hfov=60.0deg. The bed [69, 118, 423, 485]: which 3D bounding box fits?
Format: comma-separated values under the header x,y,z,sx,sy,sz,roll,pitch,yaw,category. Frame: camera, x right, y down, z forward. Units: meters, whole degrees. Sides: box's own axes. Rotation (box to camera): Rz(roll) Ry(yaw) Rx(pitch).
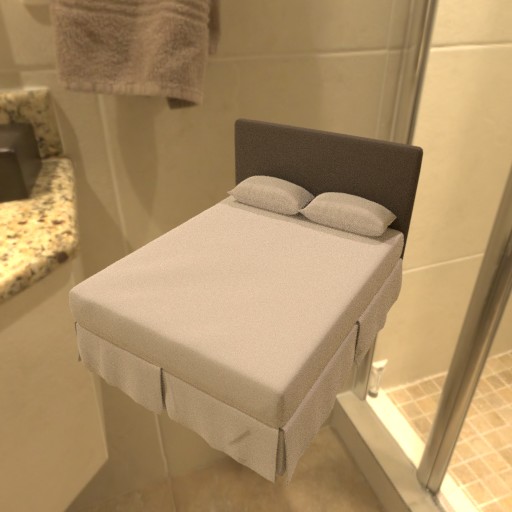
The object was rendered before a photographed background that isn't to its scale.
x,y,z,sx,sy,sz,roll,pitch,yaw,category
0.000,0.000,3.178,1.723,1.330,2.142,18,35,28,bed
